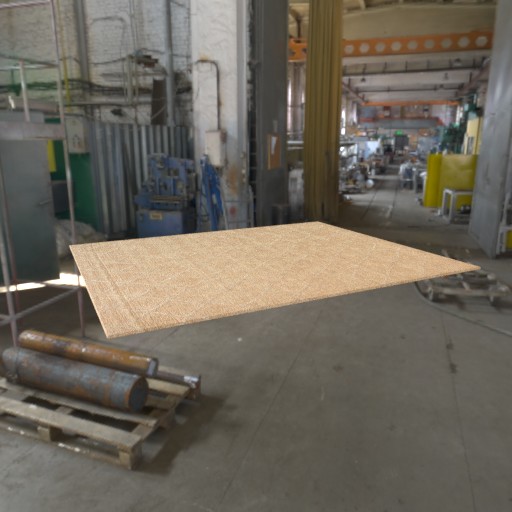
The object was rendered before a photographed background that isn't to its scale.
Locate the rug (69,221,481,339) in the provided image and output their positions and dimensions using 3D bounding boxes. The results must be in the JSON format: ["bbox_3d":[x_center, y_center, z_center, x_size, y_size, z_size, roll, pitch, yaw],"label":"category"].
[{"bbox_3d":[0.000,0.000,4.130,3.039,0.019,2.420,-7,16,-26],"label":"rug"}]
